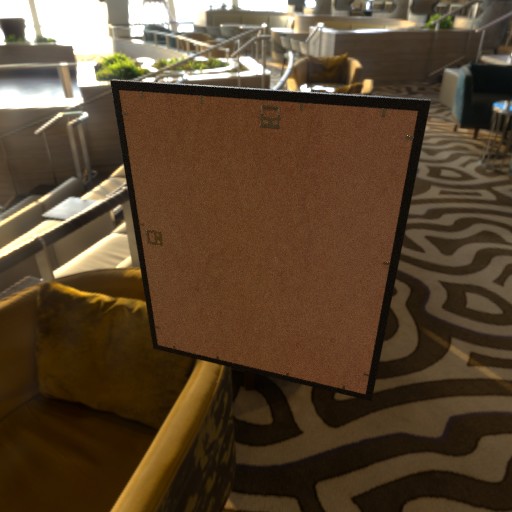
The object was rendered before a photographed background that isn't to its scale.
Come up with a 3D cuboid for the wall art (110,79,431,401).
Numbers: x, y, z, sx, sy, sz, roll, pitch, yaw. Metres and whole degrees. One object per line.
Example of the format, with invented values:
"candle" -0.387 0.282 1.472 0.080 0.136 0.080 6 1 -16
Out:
"wall art" 0.000 0.000 0.918 0.559 0.660 0.018 10 33 15
